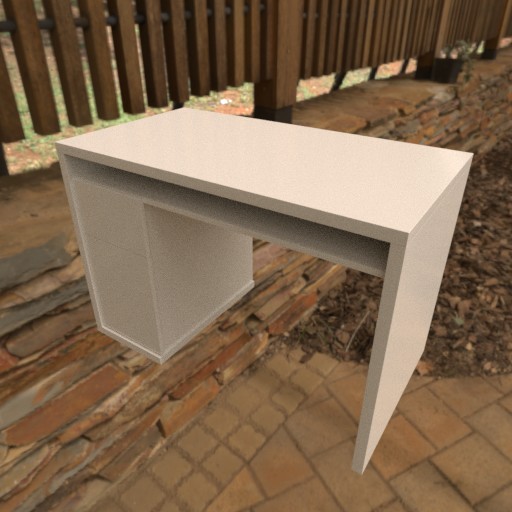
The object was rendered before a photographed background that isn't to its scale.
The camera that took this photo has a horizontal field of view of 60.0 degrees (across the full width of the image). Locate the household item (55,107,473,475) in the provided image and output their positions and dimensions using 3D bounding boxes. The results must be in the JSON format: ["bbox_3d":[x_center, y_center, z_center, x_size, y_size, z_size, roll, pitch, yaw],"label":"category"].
[{"bbox_3d":[0.000,0.000,1.507,1.100,0.749,0.597,19,35,29],"label":"household item"}]
